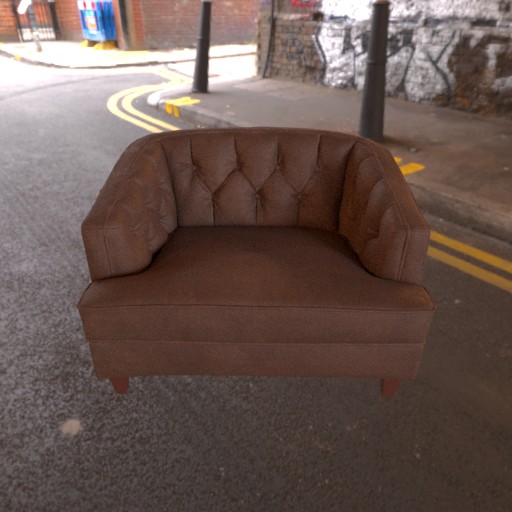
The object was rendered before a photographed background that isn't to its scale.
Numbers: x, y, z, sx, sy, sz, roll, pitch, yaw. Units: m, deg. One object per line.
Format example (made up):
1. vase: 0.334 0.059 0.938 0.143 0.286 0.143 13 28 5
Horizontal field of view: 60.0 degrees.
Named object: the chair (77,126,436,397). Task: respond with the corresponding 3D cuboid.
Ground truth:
1. chair: 0.000 0.000 1.718 1.118 0.787 0.914 0 30 1
